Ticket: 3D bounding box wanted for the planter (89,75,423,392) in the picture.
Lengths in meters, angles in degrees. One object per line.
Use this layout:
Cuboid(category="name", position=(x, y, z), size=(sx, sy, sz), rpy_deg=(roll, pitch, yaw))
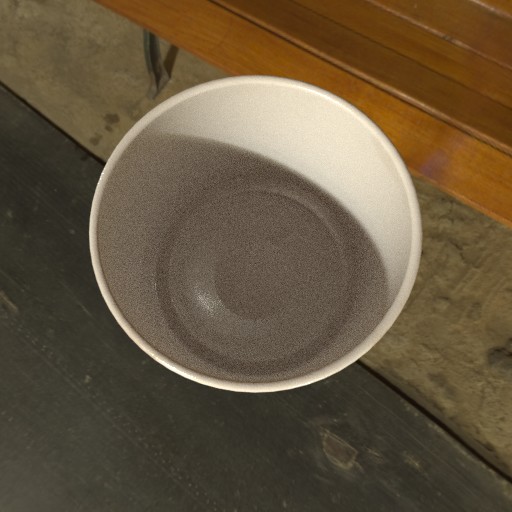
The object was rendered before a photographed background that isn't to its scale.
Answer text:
Cuboid(category="planter", position=(0.000, 0.000, 0.341), size=(0.193, 0.177, 0.193), rpy_deg=(0, 76, 0))
